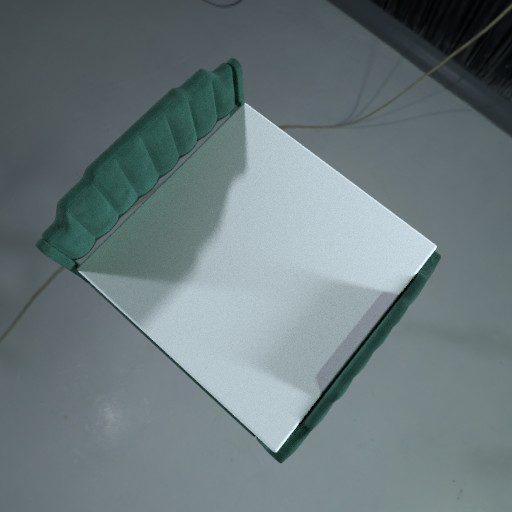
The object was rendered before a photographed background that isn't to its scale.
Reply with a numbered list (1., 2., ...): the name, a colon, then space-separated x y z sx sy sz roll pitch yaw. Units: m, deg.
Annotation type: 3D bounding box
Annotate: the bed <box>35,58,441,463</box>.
1. bed: 0.000 0.000 3.472 2.340 1.245 2.074 40 77 11
